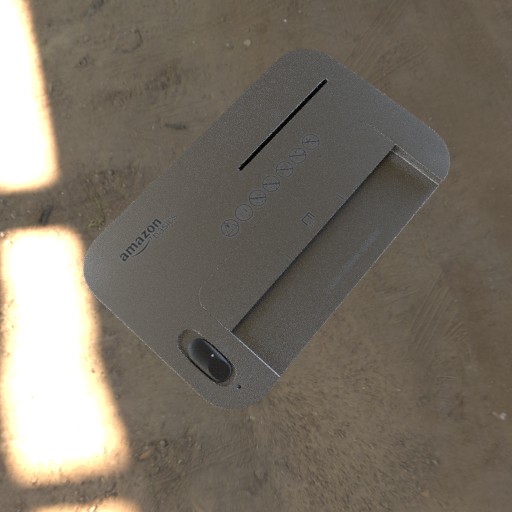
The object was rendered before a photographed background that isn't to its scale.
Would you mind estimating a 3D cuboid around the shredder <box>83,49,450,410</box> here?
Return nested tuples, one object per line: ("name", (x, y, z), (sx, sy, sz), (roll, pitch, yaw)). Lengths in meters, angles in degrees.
("shredder", (0.000, 0.000, 0.589), (0.237, 0.419, 0.311), (40, 79, 10))
